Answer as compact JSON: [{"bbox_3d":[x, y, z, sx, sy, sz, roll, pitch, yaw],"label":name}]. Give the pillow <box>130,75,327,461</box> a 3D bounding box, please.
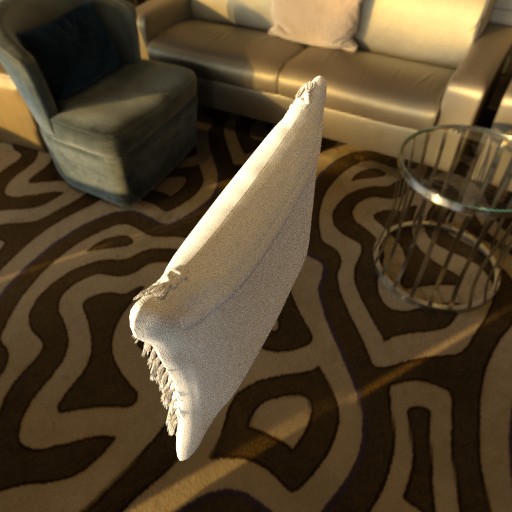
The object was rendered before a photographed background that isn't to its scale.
[{"bbox_3d":[0.000,0.000,0.584,0.084,0.305,0.466,18,49,16],"label":"pillow"}]
